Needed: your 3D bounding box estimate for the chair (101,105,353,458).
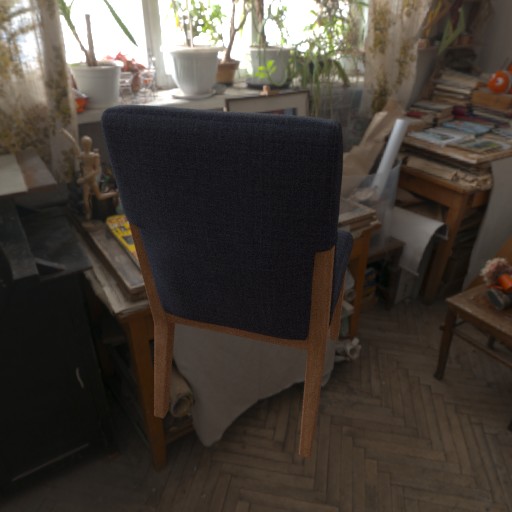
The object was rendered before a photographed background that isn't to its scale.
[{"bbox_3d":[0.000,0.000,1.272,0.507,0.911,0.586,9,31,15],"label":"chair"}]
